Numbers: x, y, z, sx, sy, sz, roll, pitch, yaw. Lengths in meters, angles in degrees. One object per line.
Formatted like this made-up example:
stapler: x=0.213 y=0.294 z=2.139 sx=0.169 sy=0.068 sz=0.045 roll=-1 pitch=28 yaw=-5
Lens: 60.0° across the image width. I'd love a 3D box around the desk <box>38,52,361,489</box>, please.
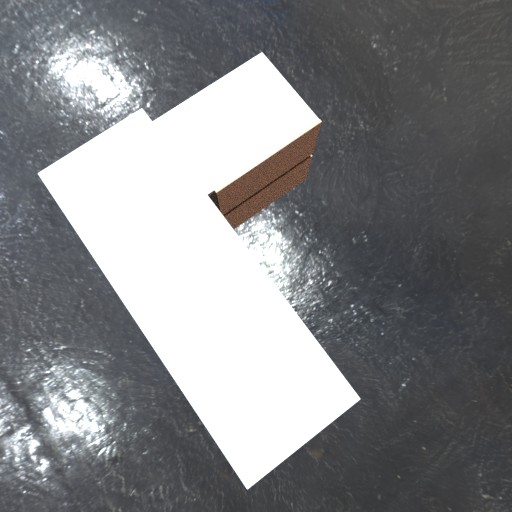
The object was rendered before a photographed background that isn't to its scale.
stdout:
desk: x=0.000 y=0.000 z=2.048 sx=1.098 sy=0.755 sz=1.404 roll=-35 pitch=79 yaw=-8
